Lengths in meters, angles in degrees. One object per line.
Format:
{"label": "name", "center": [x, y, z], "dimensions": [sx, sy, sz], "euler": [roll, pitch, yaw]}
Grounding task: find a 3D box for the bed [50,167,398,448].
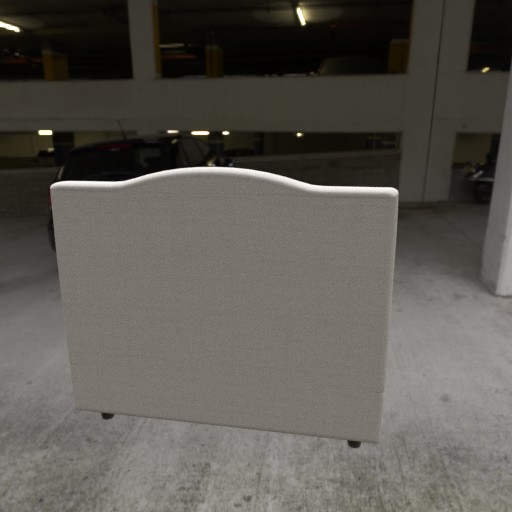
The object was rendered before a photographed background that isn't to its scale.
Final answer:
{"label": "bed", "center": [0.000, 0.000, 3.255], "dimensions": [1.741, 1.449, 2.196], "euler": [3, 16, 9]}
